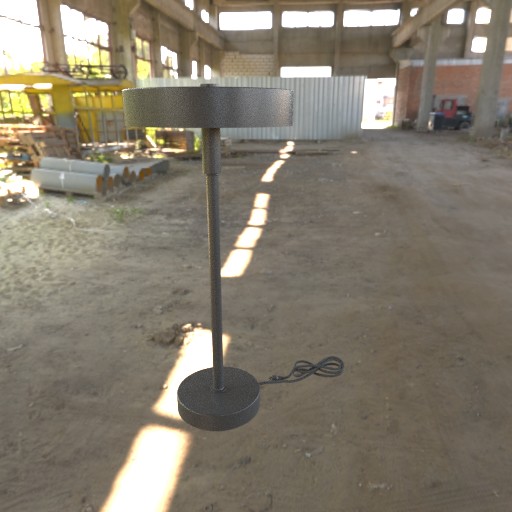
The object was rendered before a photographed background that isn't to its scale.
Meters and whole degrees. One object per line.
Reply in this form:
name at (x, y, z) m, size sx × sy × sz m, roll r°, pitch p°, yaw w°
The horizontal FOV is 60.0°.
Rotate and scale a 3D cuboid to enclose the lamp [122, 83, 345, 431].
lamp at (0.000, 0.000, 0.707) m, size 0.369 × 0.508 × 0.229 m, roll -9°, pitch 20°, yaw -25°
